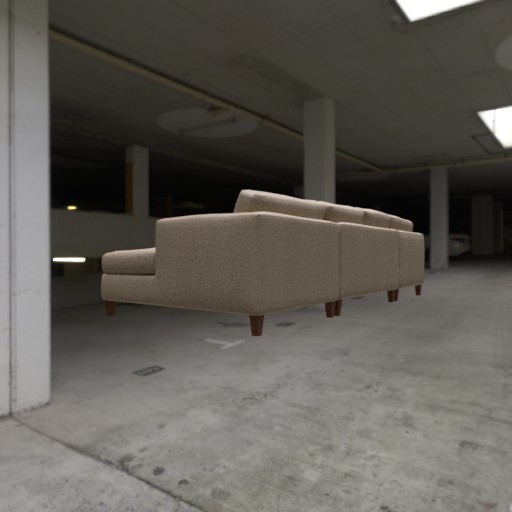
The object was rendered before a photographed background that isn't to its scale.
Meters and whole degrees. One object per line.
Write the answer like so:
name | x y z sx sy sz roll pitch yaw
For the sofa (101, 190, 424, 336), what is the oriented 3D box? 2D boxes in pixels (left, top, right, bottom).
sofa | 0.000 0.000 4.766 2.594 0.961 3.460 0 0 36
